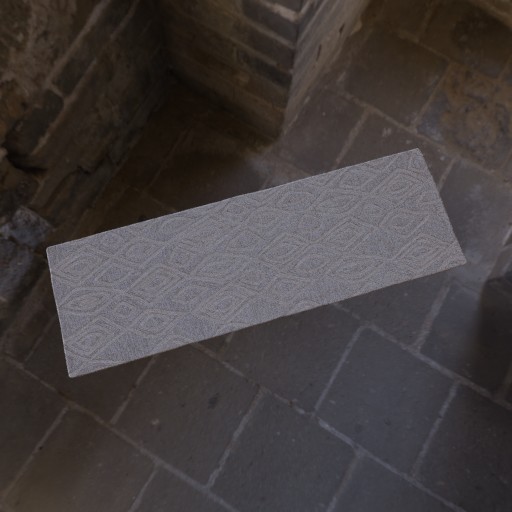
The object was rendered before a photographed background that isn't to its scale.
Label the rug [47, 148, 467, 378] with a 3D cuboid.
[{"bbox_3d":[0.000,0.000,2.689,2.436,0.013,0.807,-16,77,-4],"label":"rug"}]
